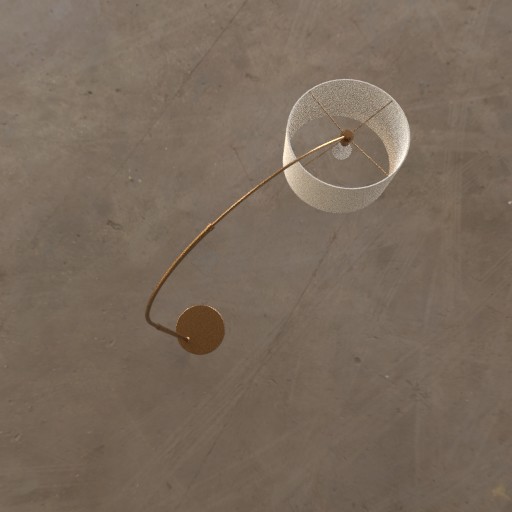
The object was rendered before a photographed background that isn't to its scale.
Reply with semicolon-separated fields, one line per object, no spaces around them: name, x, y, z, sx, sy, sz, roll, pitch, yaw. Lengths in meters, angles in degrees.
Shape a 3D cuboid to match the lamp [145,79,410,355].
lamp;0.000;0.000;2.512;1.434;1.927;0.493;-37;78;-9
